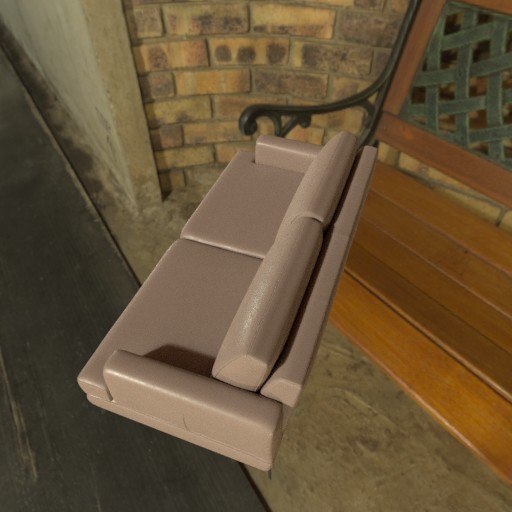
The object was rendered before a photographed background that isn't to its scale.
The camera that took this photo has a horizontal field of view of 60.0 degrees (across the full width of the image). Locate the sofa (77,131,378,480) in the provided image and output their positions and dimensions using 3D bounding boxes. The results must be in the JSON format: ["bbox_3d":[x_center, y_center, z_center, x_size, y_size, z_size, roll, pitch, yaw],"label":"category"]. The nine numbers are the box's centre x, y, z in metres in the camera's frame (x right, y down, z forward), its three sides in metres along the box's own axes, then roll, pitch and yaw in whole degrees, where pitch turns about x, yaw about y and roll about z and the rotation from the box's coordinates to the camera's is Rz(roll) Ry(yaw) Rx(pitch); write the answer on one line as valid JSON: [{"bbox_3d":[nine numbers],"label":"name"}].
[{"bbox_3d":[0.000,0.000,2.419,0.974,0.765,1.940,15,48,14],"label":"sofa"}]
